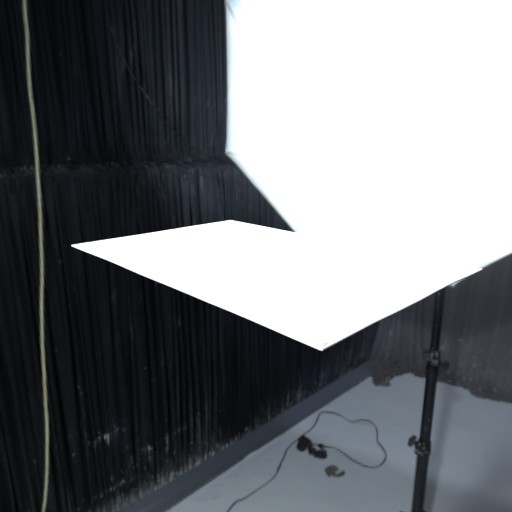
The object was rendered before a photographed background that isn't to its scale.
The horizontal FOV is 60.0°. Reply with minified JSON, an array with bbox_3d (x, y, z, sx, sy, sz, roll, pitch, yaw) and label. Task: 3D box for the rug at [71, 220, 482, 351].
[{"bbox_3d":[0.000,0.000,3.491,1.819,0.018,2.746,-13,20,-42],"label":"rug"}]
